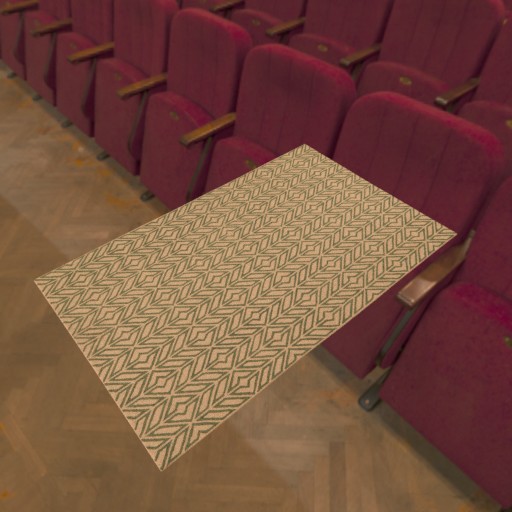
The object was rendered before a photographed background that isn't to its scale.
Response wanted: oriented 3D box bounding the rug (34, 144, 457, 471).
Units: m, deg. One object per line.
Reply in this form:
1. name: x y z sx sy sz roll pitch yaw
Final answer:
1. rug: 0.000 0.000 2.974 2.435 0.011 1.517 -32 54 -27
